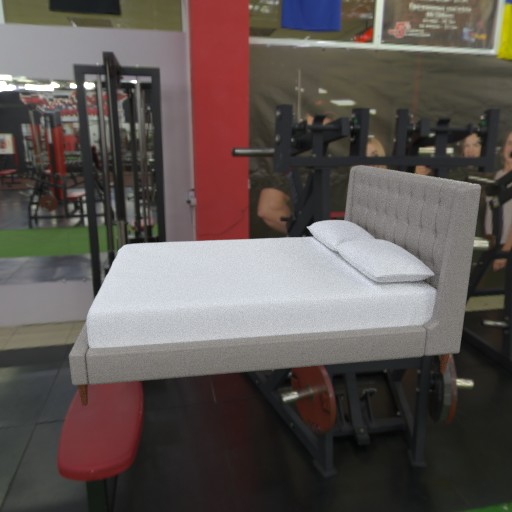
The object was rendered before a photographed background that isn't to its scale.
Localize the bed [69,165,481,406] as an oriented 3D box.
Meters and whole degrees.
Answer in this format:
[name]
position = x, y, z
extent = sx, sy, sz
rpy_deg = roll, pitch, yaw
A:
[bed]
position = 0.000, 0.000, 3.162
extent = 2.232, 1.147, 1.656
rpy_deg = -3, 15, -9
